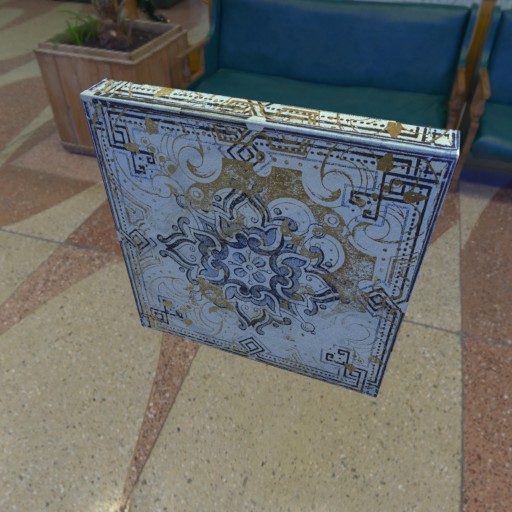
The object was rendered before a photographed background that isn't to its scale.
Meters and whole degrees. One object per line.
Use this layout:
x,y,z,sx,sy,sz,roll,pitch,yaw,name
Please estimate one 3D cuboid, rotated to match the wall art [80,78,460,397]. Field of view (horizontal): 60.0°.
0.000,0.000,0.449,0.302,0.306,0.038,14,44,15,wall art
